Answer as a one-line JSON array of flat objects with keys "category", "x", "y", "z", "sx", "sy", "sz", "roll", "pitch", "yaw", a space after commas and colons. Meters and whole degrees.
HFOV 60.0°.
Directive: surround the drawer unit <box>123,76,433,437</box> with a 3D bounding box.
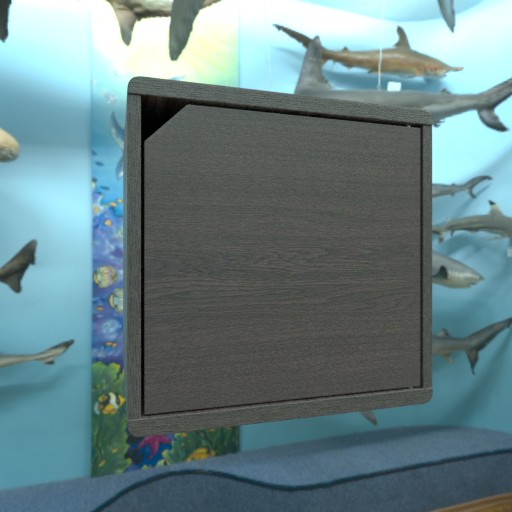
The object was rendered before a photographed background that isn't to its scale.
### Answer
[{"category": "drawer unit", "x": 0.000, "y": 0.000, "z": 0.606, "sx": 0.344, "sy": 0.344, "sz": 0.290, "roll": 0, "pitch": 0, "yaw": -17}]
